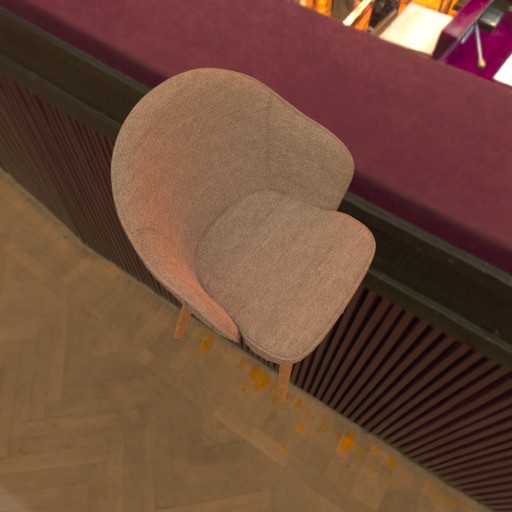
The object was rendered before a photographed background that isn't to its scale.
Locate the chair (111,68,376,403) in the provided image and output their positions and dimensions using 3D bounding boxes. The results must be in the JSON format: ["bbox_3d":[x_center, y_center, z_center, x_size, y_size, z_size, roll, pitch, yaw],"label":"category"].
[{"bbox_3d":[0.000,0.000,1.157,0.530,0.800,0.540,32,64,17],"label":"chair"}]
